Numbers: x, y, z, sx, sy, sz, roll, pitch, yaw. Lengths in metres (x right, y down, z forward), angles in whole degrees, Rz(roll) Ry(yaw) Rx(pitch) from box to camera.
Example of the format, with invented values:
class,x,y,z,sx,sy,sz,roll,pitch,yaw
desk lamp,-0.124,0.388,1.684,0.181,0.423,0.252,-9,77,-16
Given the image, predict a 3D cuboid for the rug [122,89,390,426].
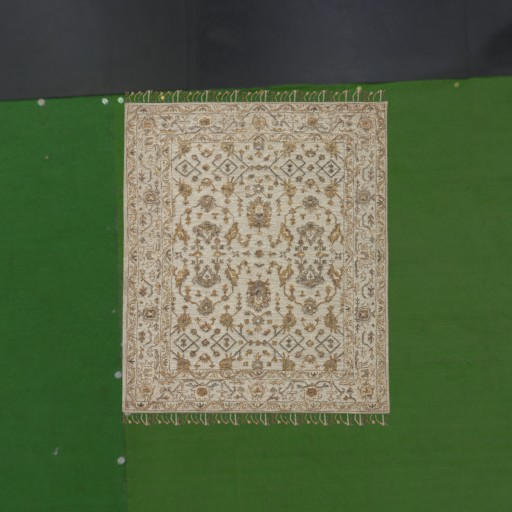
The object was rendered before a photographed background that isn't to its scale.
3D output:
class,x,y,z,sx,sy,sz,roll,pitch,yaw
rug,0.000,0.000,4.031,2.426,0.034,3.061,0,88,0
